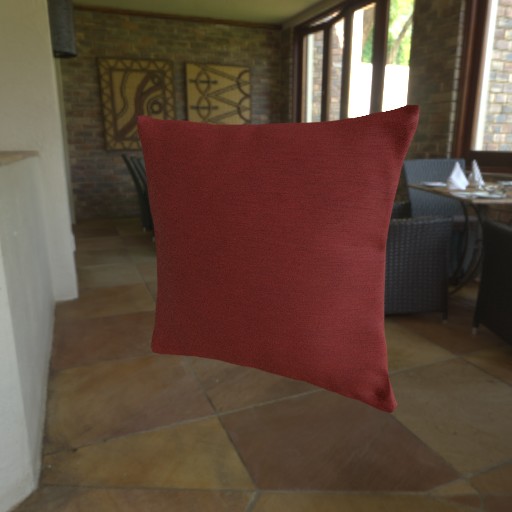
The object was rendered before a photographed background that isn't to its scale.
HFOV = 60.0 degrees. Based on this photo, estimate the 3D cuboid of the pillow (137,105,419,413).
[{"bbox_3d":[0.000,0.000,0.663,0.435,0.416,0.151,7,16,26],"label":"pillow"}]
